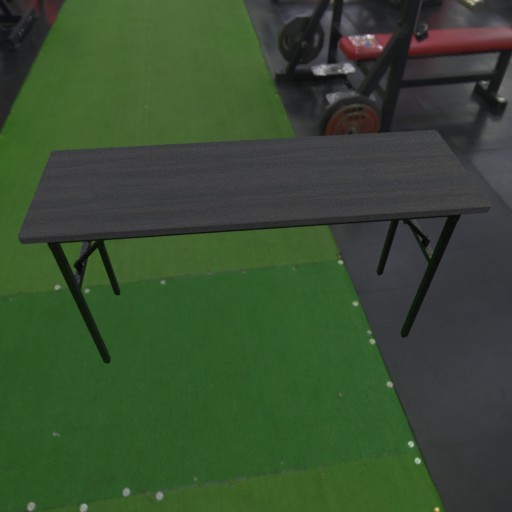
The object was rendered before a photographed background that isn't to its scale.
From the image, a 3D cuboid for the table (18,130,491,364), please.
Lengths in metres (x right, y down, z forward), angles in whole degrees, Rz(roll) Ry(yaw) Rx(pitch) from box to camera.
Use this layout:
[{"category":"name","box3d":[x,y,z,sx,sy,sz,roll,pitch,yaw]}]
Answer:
[{"category":"table","box3d":[0.000,0.000,1.721,1.399,0.750,0.449,-4,46,-4]}]
